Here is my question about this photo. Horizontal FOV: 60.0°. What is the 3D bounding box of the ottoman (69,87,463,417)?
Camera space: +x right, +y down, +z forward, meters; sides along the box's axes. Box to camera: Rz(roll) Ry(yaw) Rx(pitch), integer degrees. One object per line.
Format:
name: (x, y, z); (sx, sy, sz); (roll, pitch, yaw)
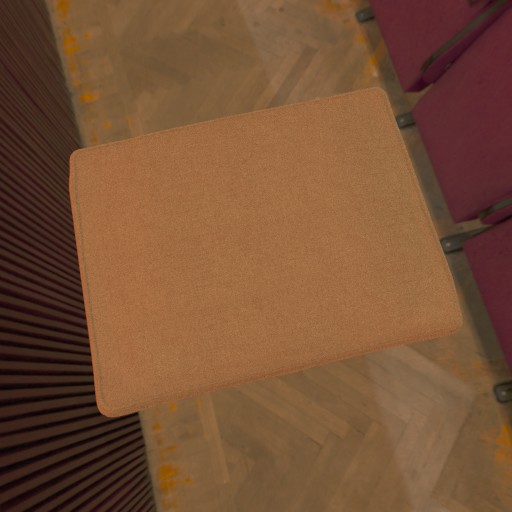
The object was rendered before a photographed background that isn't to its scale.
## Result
ottoman: (0.000, 0.000, 1.211); (0.833, 0.485, 0.650); (-13, 75, -4)
